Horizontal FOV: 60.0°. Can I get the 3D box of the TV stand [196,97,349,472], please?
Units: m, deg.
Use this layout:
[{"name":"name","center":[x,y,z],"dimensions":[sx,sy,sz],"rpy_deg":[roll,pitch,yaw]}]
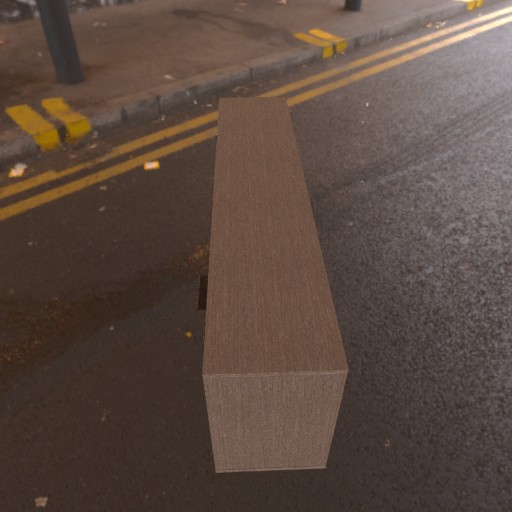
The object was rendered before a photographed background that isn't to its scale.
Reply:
[{"name":"TV stand","center":[0.000,0.000,2.063],"dimensions":[0.405,0.787,1.804],"rpy_deg":[-1,41,-2]}]
